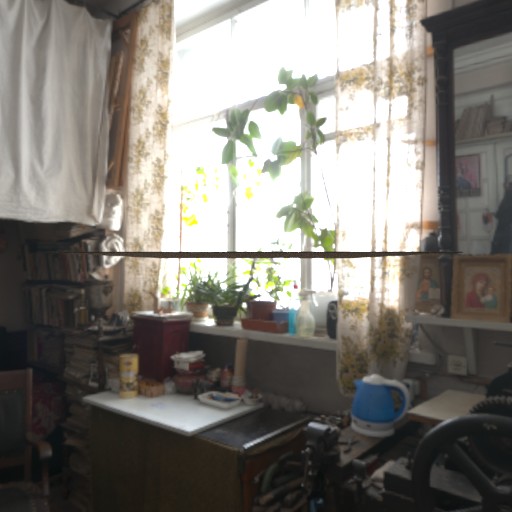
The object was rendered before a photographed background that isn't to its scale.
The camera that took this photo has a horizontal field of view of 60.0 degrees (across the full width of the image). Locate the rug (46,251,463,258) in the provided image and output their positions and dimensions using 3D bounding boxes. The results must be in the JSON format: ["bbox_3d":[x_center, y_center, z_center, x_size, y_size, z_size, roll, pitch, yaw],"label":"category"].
[{"bbox_3d":[0.000,0.000,4.065,2.438,0.013,3.048,0,-1,1],"label":"rug"}]
